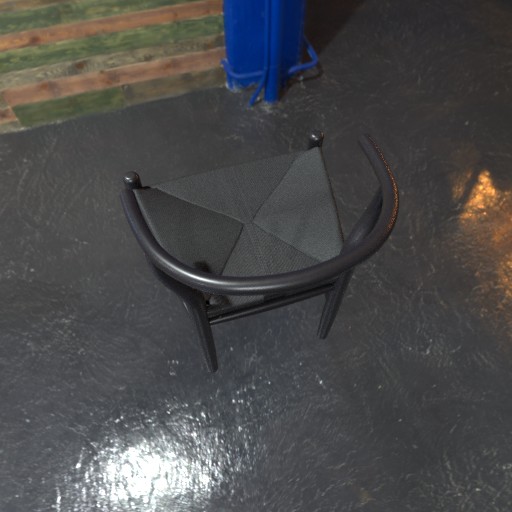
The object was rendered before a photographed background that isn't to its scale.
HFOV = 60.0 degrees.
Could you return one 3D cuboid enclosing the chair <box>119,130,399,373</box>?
[{"bbox_3d":[0.000,0.000,1.167,0.569,0.730,0.579,-15,59,-9],"label":"chair"}]
